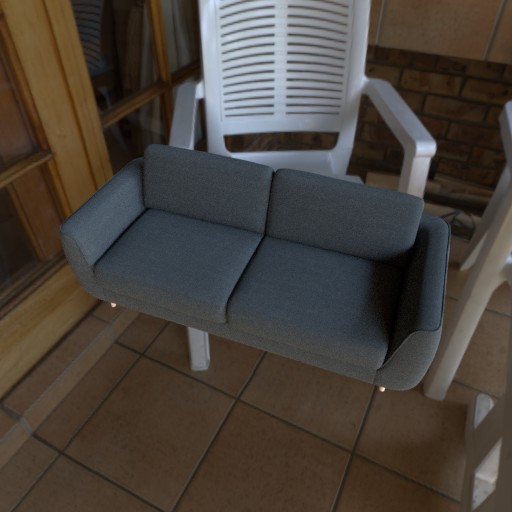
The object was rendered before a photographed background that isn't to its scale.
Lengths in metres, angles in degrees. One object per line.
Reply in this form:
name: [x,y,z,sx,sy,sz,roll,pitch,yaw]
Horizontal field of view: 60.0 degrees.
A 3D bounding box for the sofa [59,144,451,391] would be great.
sofa: [0.000,0.000,2.520,2.000,0.850,0.920,14,44,15]
